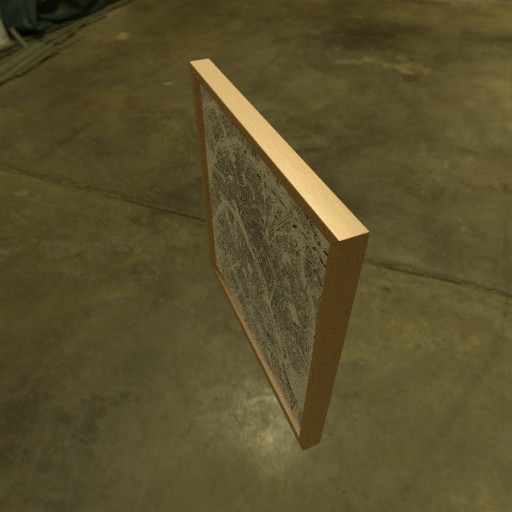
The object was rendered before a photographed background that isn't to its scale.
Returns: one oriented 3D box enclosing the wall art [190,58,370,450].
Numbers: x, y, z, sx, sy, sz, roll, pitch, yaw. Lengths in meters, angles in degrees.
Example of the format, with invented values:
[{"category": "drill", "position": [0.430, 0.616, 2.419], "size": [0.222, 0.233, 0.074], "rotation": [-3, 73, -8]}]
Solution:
[{"category": "wall art", "position": [0.000, 0.000, 0.791], "size": [0.036, 0.509, 0.509], "rotation": [-17, 47, -16]}]
